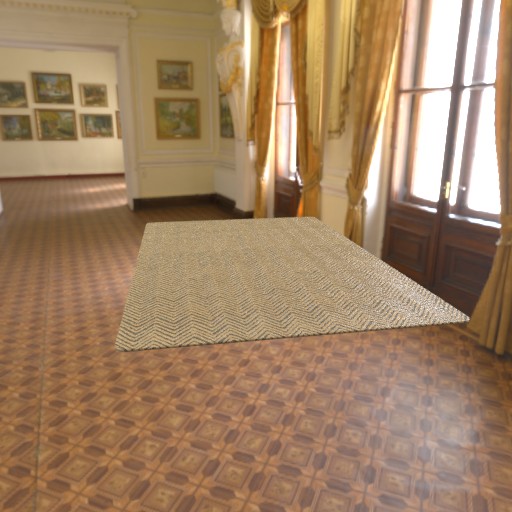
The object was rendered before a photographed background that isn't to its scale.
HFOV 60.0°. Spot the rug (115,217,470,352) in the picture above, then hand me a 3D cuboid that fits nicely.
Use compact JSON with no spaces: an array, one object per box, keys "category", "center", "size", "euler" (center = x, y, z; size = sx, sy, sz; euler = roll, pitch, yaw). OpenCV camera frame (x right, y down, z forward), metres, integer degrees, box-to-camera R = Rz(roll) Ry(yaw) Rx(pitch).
[{"category":"rug","center":[0.000,0.000,2.187],"size":[1.144,0.008,1.752],"euler":[-3,17,-10]}]
